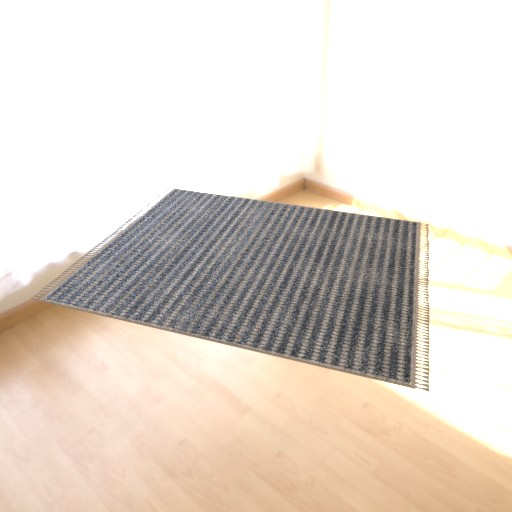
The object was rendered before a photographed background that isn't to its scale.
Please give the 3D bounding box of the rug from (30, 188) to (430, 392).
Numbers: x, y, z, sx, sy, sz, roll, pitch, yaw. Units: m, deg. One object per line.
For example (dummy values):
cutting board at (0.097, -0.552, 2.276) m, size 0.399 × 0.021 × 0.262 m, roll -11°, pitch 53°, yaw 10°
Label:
rug at (0.000, 0.000, 3.918) m, size 2.910 × 0.013 × 2.256 m, roll 10°, pitch 33°, yaw 15°
